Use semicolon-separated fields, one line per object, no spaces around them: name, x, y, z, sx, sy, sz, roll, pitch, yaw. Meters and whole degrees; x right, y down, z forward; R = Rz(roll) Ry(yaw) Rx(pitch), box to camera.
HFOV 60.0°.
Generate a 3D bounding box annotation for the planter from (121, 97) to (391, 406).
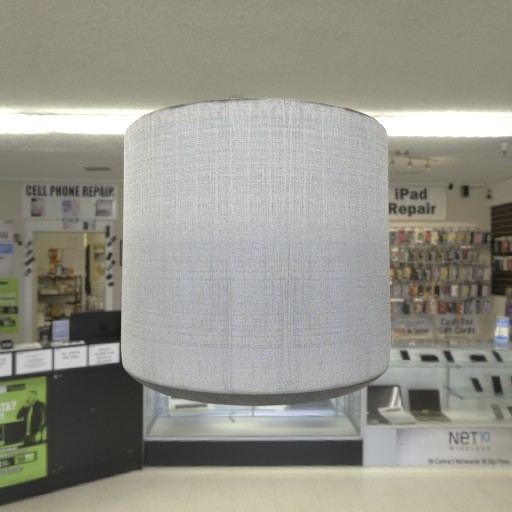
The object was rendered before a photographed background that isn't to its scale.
planter;0.000;0.000;0.388;0.226;0.201;0.226;0;0;0
